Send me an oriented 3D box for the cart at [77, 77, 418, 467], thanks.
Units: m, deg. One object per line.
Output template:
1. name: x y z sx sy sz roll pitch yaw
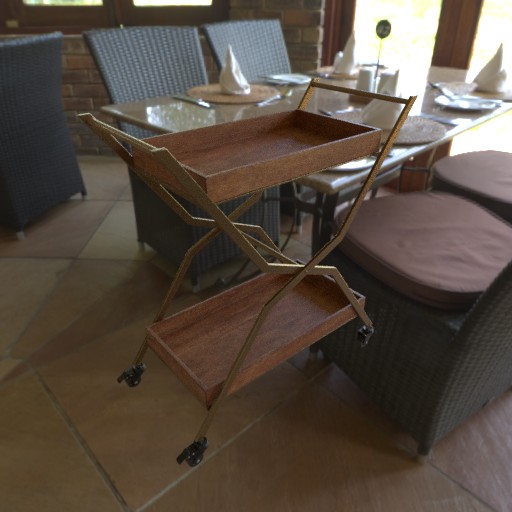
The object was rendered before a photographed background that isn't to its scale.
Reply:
1. cart: 0.000 0.000 1.317 0.836 0.869 0.405 -23 38 -33
